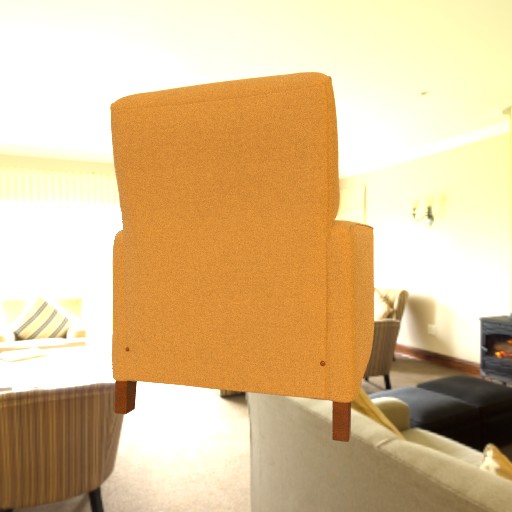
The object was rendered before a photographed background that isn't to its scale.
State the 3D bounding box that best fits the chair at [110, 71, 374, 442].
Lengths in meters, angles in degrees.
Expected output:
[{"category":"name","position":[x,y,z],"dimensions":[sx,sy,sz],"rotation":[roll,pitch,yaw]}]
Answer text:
[{"category":"chair","position":[0.000,0.000,1.650],"dimensions":[0.841,1.023,0.858],"rotation":[0,0,17]}]
